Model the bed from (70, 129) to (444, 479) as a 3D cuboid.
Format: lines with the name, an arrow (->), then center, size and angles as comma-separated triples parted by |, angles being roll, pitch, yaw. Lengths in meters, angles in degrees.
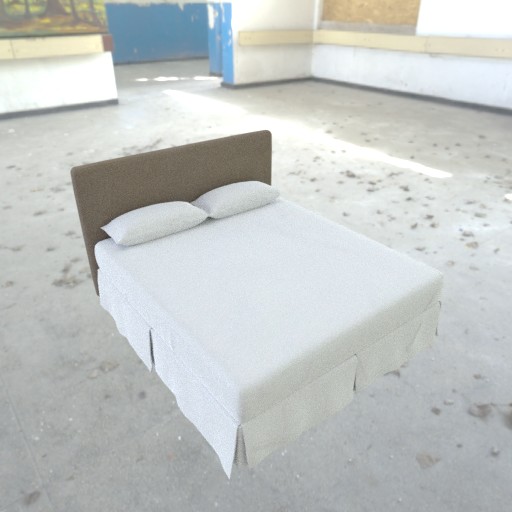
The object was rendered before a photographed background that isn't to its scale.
bed -> 0.000, 0.000, 3.604 | 2.119, 1.317, 2.341 | -21, 36, -32
